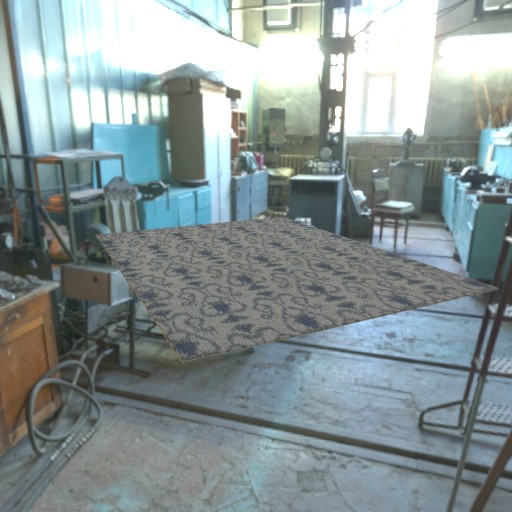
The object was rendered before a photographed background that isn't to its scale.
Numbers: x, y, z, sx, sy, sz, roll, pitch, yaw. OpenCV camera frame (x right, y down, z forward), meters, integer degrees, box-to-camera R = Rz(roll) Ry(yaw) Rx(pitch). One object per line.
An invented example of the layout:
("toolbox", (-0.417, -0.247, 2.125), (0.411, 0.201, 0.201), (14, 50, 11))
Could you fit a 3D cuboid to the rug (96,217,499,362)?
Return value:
("rug", (0.000, 0.000, 4.127), (2.437, 0.015, 3.205), (-8, 17, -26))
